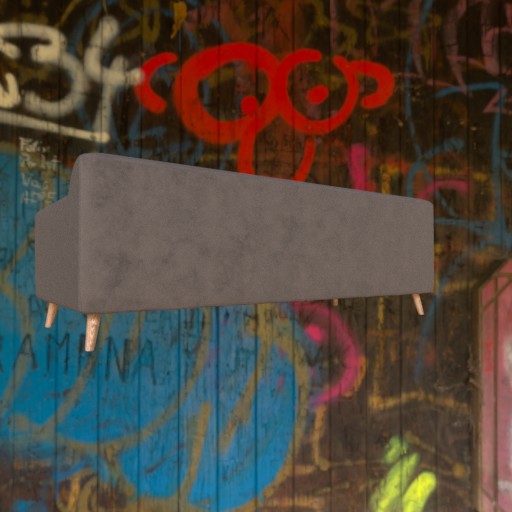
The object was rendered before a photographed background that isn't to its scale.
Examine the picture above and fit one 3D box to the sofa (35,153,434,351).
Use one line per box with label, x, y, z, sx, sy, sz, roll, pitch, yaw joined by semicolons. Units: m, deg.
sofa;0.000;0.000;2.569;2.190;0.740;0.900;1;-1;-36
